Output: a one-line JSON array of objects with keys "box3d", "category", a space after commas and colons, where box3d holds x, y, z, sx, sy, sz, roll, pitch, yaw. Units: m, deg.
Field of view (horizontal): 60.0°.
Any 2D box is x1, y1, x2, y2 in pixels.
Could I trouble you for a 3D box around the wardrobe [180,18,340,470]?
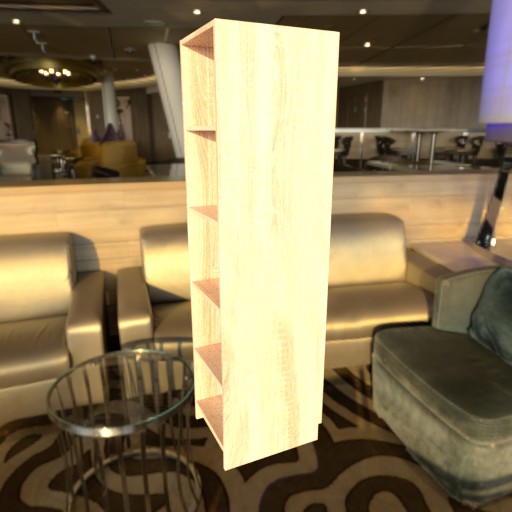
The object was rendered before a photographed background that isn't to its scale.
[{"box3d": [0.000, 0.000, 2.347, 0.588, 2.117, 0.496, -7, 17, -24], "category": "wardrobe"}]
